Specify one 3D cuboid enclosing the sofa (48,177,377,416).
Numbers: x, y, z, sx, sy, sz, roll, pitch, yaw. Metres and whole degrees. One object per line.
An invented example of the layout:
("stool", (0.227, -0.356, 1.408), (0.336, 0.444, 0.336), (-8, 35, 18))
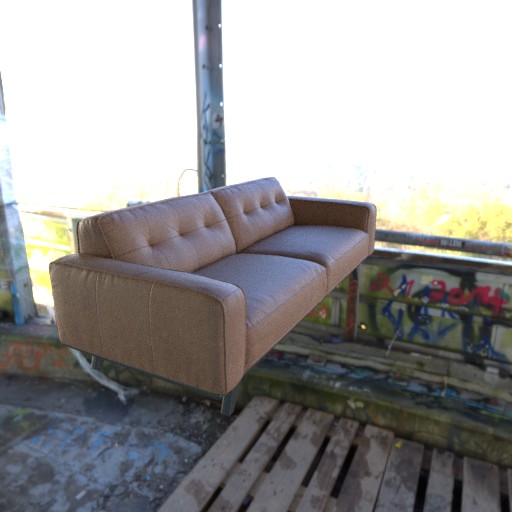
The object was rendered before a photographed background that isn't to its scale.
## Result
("sofa", (0.000, 0.000, 2.757), (0.953, 0.780, 2.270), (9, 19, 27))
